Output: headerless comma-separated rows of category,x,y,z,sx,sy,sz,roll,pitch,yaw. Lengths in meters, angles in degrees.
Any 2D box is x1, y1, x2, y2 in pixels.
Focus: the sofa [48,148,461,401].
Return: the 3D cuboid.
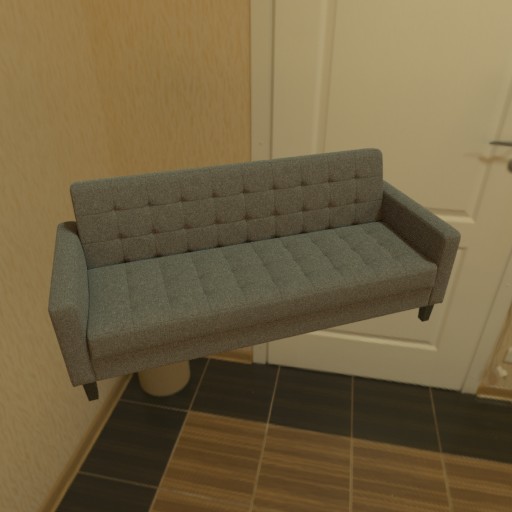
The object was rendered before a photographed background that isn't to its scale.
sofa,0.000,0.000,2.448,2.040,0.850,0.810,-10,34,-15
